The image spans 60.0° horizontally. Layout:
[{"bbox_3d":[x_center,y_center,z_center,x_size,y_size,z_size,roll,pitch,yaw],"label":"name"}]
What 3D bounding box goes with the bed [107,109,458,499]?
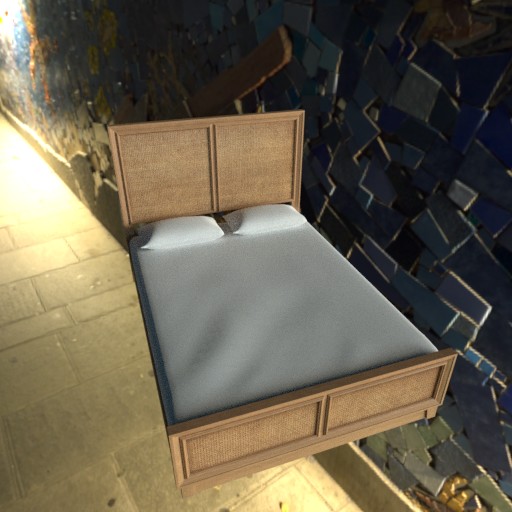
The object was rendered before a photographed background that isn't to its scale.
[{"bbox_3d":[0.000,0.000,3.028,1.606,1.387,2.184,-10,32,-17],"label":"bed"}]
